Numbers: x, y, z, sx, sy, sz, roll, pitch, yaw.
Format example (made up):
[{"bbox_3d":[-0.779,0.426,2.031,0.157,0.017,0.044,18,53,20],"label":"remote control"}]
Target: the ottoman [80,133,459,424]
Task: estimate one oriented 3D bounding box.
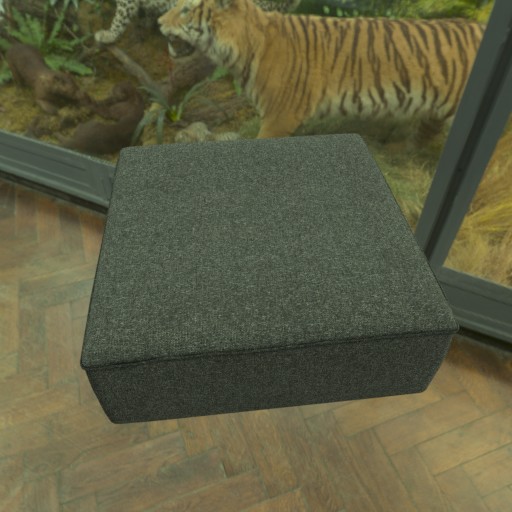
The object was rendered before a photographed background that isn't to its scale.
[{"bbox_3d":[0.000,0.000,1.601,1.017,0.423,1.021,-4,46,-4],"label":"ottoman"}]
